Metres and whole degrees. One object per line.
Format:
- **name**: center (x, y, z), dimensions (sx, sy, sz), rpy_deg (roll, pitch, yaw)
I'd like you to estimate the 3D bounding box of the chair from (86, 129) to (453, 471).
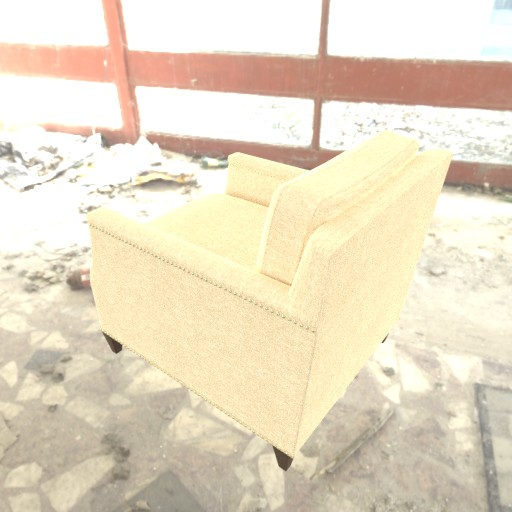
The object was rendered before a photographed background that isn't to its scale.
- **chair**: center (0.000, 0.000, 1.690), dimensions (1.041, 0.940, 0.838), rpy_deg (22, 38, 31)
